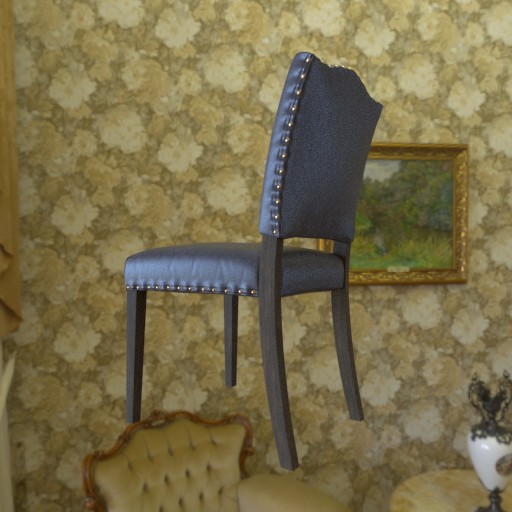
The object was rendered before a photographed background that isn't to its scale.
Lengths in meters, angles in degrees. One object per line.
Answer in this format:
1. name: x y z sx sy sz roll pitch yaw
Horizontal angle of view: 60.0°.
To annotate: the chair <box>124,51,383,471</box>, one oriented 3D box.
1. chair: 0.000 0.000 1.337 0.633 0.991 0.500 0 0 37
